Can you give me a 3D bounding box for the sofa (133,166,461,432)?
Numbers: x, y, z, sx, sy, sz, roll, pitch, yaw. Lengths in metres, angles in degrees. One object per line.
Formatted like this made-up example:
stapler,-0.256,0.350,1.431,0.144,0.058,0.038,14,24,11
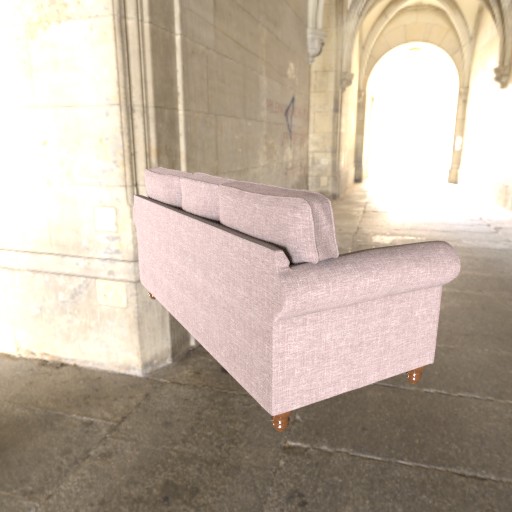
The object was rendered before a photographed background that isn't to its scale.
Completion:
sofa,0.000,0.000,2.595,0.916,0.961,2.084,-8,16,-28
